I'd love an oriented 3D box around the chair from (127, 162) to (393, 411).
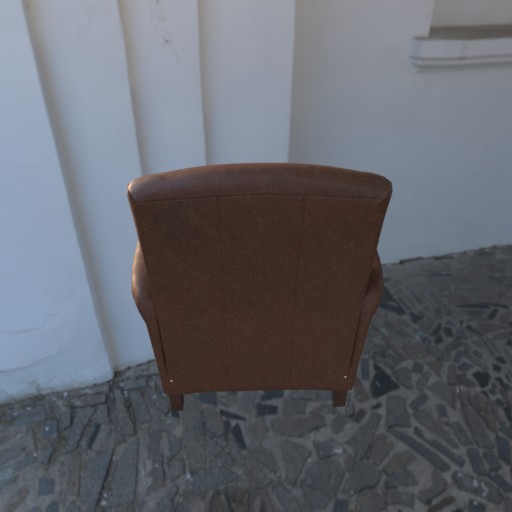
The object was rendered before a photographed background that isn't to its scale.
[{"bbox_3d":[0.000,0.000,1.821,0.978,1.061,0.902,-1,31,-2],"label":"chair"}]
